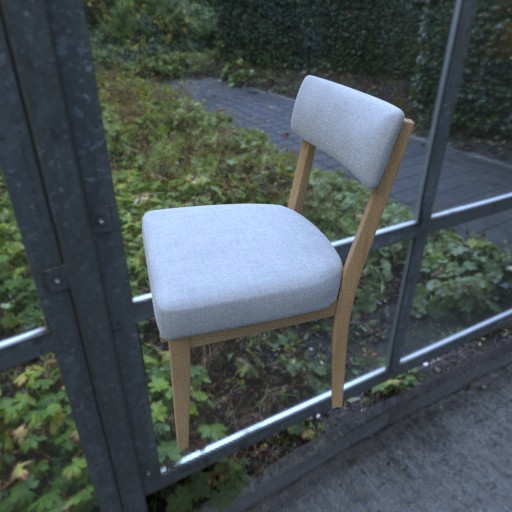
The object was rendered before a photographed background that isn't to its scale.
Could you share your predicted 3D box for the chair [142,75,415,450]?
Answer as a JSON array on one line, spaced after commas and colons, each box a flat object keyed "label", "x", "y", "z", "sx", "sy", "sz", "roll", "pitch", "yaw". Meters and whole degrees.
[{"label": "chair", "x": 0.000, "y": 0.000, "z": 1.195, "sx": 0.572, "sy": 0.832, "sz": 0.508, "roll": -8, "pitch": 31, "yaw": -14}]
